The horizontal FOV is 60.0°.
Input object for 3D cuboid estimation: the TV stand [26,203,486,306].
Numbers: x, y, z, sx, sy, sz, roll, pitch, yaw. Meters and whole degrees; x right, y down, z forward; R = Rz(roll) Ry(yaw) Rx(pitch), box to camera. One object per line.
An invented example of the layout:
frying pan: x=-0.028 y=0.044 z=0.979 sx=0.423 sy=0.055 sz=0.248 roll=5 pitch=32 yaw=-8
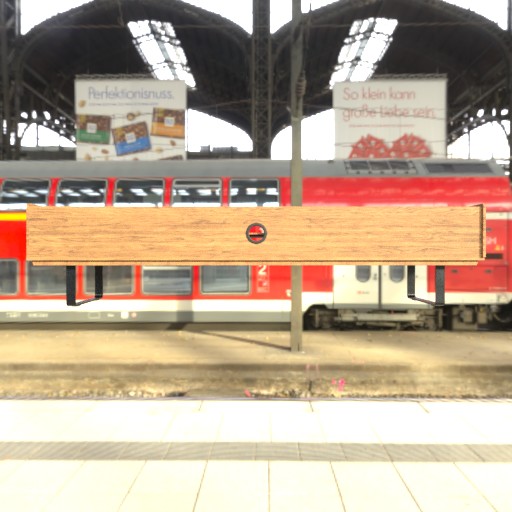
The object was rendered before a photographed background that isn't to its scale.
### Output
TV stand: x=0.000 y=0.000 z=1.960 sx=1.796 sy=0.415 sz=0.467 roll=0 pitch=0 yaw=-1
